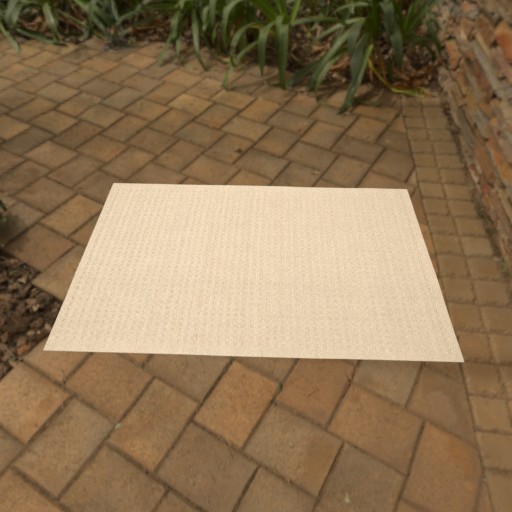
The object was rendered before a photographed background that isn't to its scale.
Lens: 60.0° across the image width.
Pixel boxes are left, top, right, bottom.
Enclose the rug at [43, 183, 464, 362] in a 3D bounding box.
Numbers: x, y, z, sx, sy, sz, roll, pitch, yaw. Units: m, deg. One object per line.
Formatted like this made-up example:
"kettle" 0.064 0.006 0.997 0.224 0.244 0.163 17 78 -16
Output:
"rug" 0.000 0.000 2.926 2.289 0.006 1.523 1 46 1
